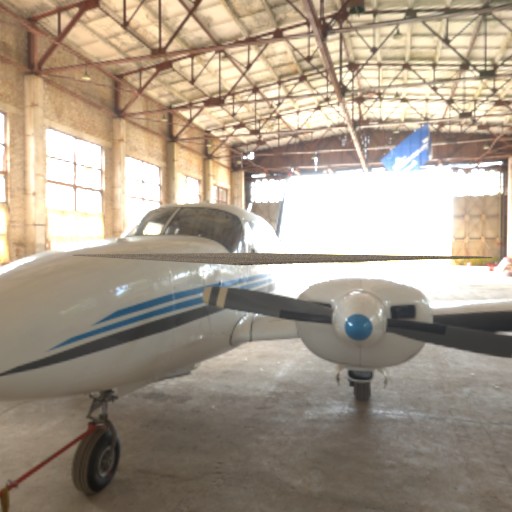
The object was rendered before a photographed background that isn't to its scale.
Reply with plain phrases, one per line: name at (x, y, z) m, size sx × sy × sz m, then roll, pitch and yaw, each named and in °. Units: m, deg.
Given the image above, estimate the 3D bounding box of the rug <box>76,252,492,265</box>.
rug at (0.000, 0.000, 3.837) m, size 2.312 × 0.013 × 2.940 m, roll -1°, pitch 1°, yaw -36°
